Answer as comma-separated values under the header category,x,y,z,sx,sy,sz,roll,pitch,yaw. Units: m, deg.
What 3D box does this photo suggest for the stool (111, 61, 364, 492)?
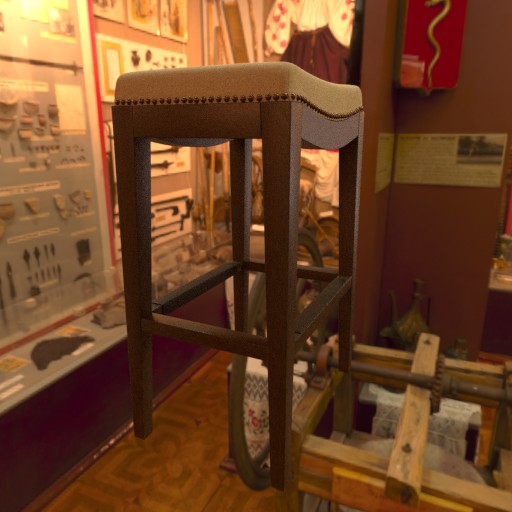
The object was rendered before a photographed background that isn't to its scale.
category,x,y,z,sx,sy,sz,roll,pitch,yaw
stool,0.000,0.000,1.017,0.358,0.759,0.498,8,18,25
